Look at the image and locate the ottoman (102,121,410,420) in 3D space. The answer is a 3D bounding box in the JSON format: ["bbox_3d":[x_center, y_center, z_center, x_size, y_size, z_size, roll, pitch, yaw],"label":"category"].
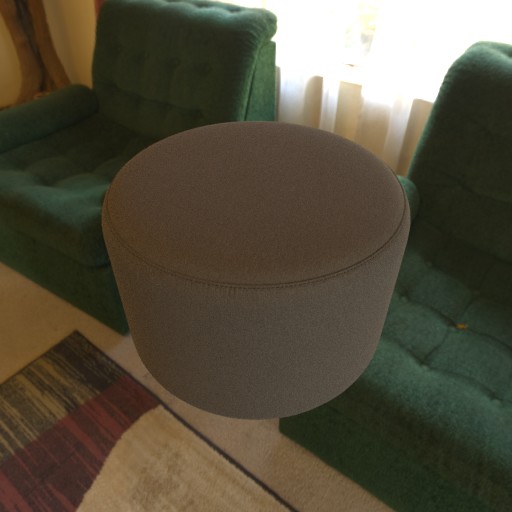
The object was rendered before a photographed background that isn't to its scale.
[{"bbox_3d":[0.000,0.000,0.999,0.608,0.433,0.608,0,40,0],"label":"ottoman"}]
